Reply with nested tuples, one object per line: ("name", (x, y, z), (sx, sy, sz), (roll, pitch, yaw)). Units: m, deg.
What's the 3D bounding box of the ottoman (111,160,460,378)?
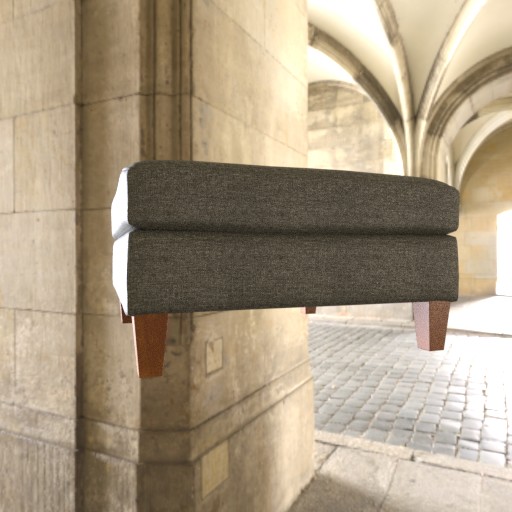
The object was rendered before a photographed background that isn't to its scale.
("ottoman", (0.000, 0.000, 1.376), (0.838, 0.481, 0.838), (0, 1, -20))
